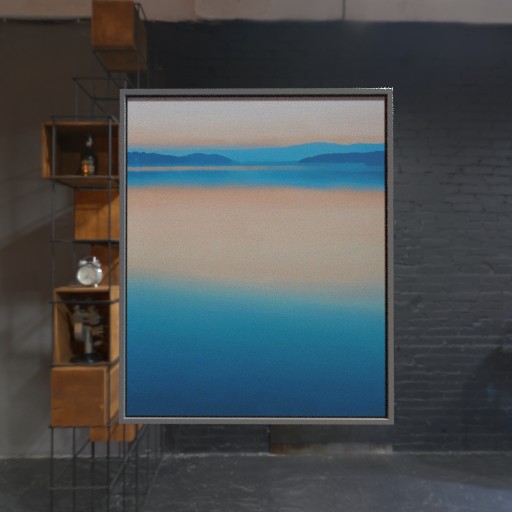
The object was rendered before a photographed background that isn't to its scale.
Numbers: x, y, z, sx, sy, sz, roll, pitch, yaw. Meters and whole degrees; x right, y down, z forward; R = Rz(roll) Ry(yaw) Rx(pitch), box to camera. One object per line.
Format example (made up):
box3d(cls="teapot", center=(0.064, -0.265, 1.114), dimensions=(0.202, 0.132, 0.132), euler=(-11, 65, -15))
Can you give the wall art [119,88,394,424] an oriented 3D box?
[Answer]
box3d(cls="wall art", center=(0.000, 0.000, 0.750), dimensions=(0.453, 0.554, 0.037), euler=(0, -1, 0))
